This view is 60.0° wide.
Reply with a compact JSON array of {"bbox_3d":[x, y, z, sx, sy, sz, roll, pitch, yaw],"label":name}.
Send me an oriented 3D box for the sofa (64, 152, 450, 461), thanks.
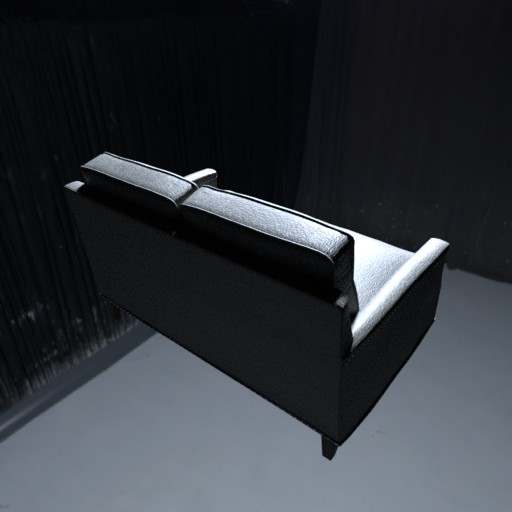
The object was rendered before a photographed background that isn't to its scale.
[{"bbox_3d":[0.000,0.000,2.233,1.597,1.003,1.084,23,38,32],"label":"sofa"}]
